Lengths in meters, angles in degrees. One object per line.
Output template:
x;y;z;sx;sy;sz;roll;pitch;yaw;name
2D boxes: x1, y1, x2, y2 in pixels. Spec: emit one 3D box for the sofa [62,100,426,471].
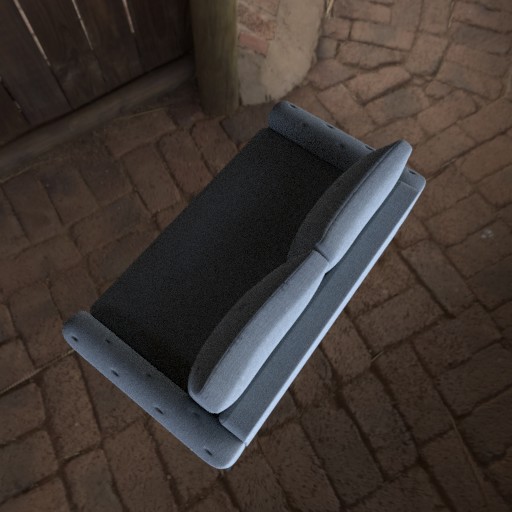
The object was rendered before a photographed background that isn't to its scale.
0.000;0.000;2.099;0.920;0.790;1.650;34;69;15;sofa
